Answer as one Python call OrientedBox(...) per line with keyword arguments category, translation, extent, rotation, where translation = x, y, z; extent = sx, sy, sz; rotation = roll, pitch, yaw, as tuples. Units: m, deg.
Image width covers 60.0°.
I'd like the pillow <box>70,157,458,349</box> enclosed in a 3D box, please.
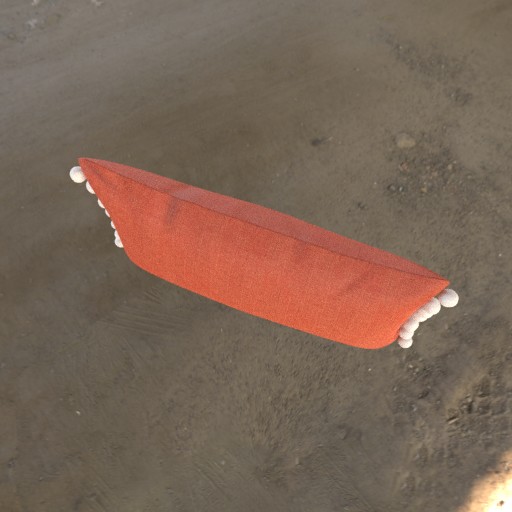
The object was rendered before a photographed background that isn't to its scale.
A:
OrientedBox(category="pillow", translation=(0.000, 0.000, 0.867), extent=(0.709, 0.322, 0.201), rotation=(19, 65, 9))
